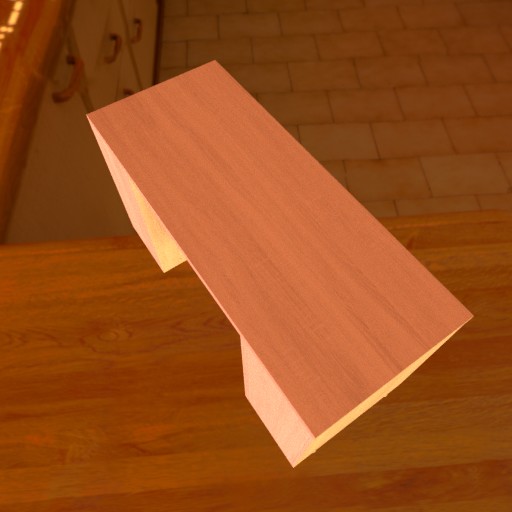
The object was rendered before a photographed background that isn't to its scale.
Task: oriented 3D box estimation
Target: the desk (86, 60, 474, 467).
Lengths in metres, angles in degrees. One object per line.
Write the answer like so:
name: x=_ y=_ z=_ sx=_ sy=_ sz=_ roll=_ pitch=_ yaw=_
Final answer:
desk: x=0.000 y=0.000 z=1.784 sx=0.600 sy=0.740 sz=1.390 roll=-31 pitch=64 yaw=-17
